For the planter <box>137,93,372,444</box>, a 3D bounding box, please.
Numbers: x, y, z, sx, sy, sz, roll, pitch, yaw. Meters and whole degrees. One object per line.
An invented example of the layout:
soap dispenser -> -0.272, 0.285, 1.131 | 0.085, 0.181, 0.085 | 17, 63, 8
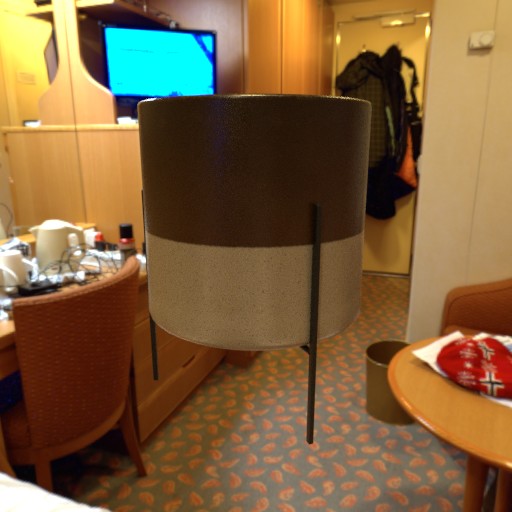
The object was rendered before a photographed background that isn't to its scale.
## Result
planter -> 0.000, 0.000, 0.719 | 0.345, 0.465, 0.354 | -7, 16, -25
